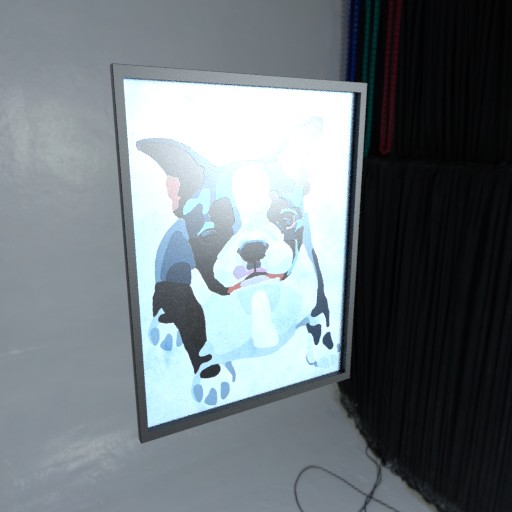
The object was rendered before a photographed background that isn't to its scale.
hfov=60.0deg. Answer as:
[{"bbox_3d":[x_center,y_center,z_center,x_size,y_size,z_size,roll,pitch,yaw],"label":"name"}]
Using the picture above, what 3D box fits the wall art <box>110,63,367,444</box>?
[{"bbox_3d":[0.000,0.000,1.348,0.774,1.027,0.030,-8,17,-27],"label":"wall art"}]
